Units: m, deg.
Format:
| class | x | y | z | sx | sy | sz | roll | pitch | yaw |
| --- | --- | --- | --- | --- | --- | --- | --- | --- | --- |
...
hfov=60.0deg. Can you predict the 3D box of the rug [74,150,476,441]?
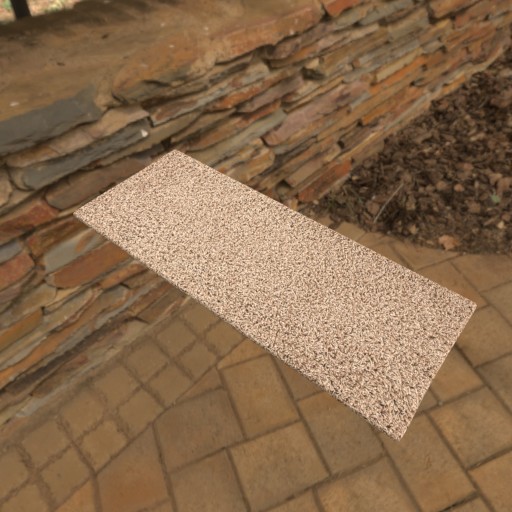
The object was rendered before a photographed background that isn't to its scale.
| class | x | y | z | sx | sy | sz | roll | pitch | yaw |
| --- | --- | --- | --- | --- | --- | --- | --- | --- | --- |
| rug | 0.000 | 0.000 | 1.733 | 1.524 | 0.030 | 0.609 | 31 | 54 | 25 |
